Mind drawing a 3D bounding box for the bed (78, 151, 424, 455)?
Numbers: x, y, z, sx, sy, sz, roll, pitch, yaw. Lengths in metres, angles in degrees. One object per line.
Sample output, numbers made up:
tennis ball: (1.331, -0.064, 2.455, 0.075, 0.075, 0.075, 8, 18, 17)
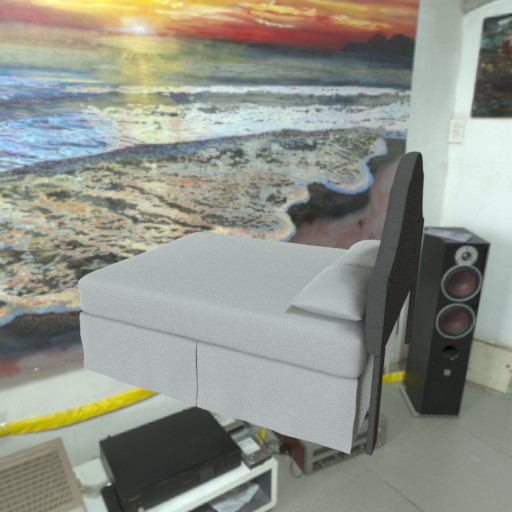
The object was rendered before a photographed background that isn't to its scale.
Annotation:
bed: (0.000, 0.000, 3.293, 2.155, 1.575, 1.636, 8, 19, 25)
